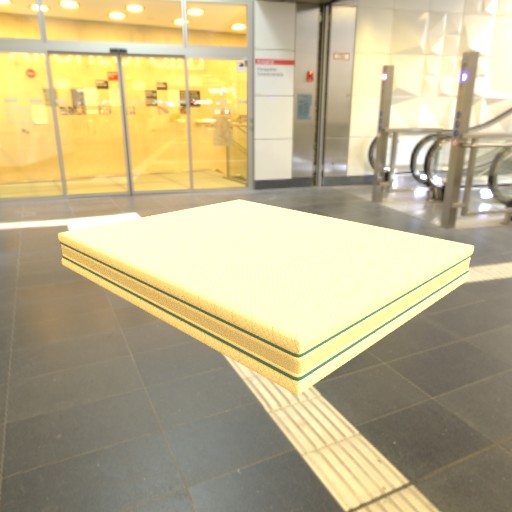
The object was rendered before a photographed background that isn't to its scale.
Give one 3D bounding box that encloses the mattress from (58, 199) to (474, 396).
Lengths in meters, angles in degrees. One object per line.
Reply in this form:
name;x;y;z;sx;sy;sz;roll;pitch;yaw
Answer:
mattress;0.000;0.000;2.741;2.000;0.230;1.600;17;25;42
